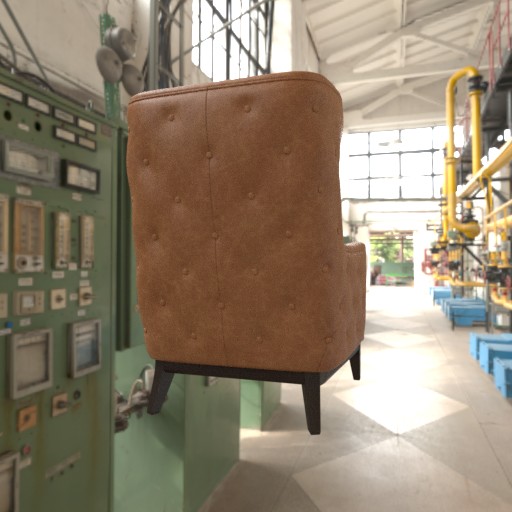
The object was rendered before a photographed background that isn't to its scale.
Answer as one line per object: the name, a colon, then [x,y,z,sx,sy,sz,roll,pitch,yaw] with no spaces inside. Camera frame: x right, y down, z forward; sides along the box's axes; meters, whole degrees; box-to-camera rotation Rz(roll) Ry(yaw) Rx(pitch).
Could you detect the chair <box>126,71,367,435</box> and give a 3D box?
chair: [0.000,0.000,1.693,0.766,1.079,0.899,0,-1,19]
